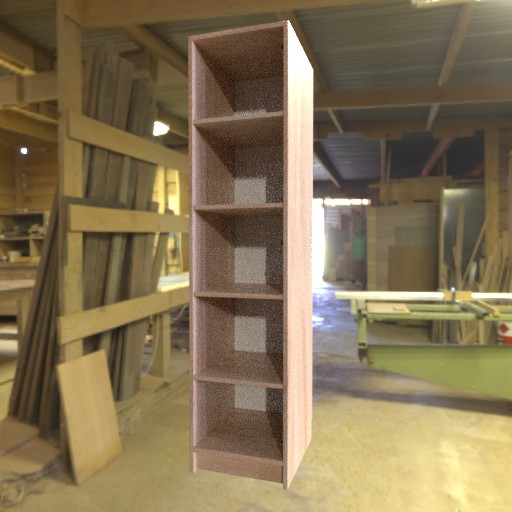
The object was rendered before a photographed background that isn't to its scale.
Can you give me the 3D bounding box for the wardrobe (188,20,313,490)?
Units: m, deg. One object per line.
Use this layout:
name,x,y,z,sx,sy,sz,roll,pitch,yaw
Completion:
wardrobe,0.000,0.000,2.352,0.496,2.117,0.588,0,1,18
